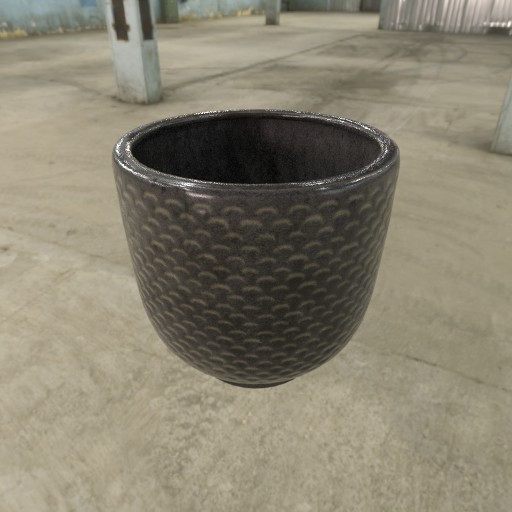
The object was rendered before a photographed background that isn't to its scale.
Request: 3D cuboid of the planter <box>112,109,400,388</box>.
[{"bbox_3d":[0.000,0.000,0.358,0.197,0.191,0.197,0,30,0],"label":"planter"}]
